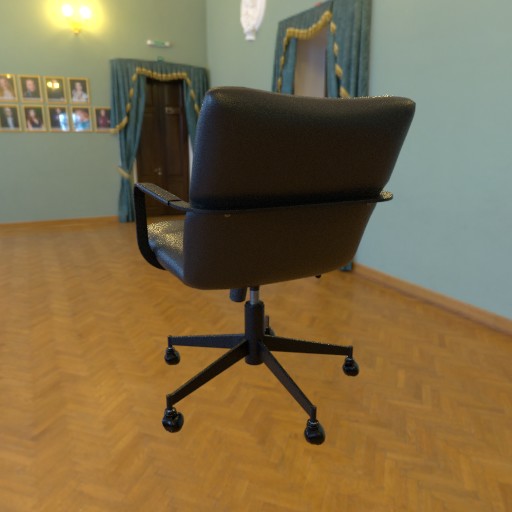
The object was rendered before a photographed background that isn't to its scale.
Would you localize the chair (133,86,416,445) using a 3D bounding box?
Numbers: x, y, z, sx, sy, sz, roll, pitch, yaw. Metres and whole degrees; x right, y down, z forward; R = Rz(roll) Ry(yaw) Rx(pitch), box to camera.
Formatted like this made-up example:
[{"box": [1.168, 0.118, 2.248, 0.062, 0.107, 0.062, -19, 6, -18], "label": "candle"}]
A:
[{"box": [0.000, 0.000, 1.406, 0.719, 0.922, 0.748, -8, 16, -27], "label": "chair"}]
